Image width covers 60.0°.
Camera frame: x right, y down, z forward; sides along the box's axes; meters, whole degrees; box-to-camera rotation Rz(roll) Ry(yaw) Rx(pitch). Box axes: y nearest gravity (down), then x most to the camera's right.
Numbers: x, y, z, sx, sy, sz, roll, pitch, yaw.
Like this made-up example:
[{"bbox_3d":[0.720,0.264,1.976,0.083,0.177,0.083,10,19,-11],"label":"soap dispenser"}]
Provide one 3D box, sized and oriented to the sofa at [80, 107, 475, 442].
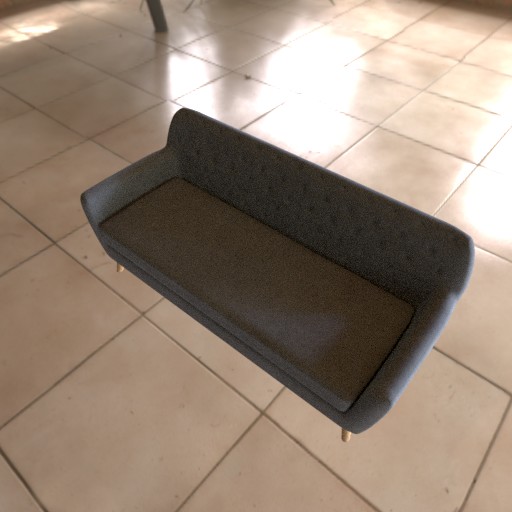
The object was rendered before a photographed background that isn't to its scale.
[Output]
[{"bbox_3d":[0.000,0.000,2.399,1.970,0.830,0.830,31,54,26],"label":"sofa"}]
